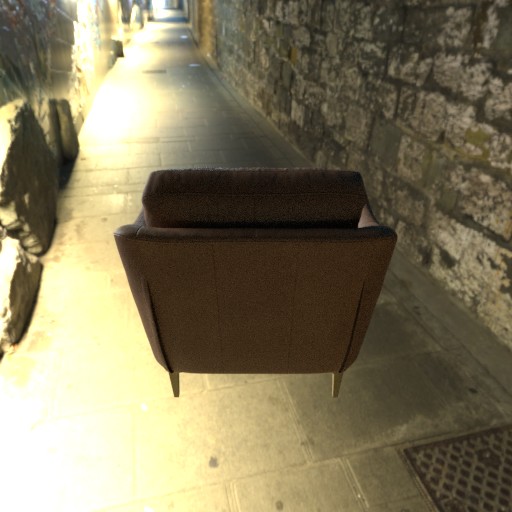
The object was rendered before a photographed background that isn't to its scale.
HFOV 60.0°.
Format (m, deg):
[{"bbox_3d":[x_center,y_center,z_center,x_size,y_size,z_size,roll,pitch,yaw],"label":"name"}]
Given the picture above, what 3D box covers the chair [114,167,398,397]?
[{"bbox_3d":[0.000,0.000,1.760,0.988,0.895,0.963,0,30,0],"label":"chair"}]
